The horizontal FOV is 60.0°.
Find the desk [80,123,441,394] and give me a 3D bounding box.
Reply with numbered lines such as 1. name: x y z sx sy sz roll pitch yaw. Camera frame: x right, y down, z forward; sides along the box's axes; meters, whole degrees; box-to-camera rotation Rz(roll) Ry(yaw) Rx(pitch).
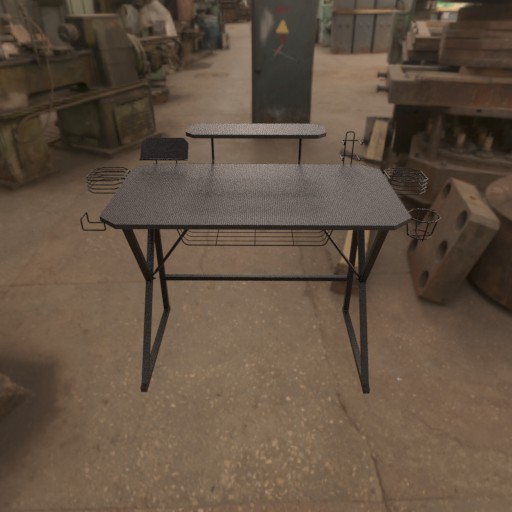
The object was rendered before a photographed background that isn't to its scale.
1. desk: 0.000 0.000 1.723 1.290 0.880 0.580 0 31 0
